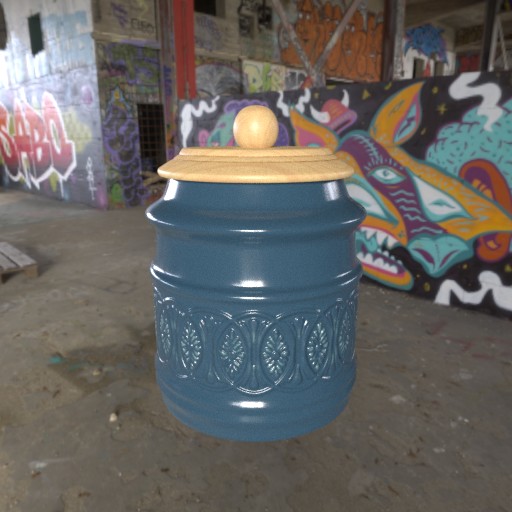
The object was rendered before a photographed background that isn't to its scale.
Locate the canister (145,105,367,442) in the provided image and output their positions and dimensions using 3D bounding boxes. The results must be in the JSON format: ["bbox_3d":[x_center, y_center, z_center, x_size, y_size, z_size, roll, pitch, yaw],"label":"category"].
[{"bbox_3d":[0.000,0.000,0.274,0.130,0.176,0.130,0,15,0],"label":"canister"}]
